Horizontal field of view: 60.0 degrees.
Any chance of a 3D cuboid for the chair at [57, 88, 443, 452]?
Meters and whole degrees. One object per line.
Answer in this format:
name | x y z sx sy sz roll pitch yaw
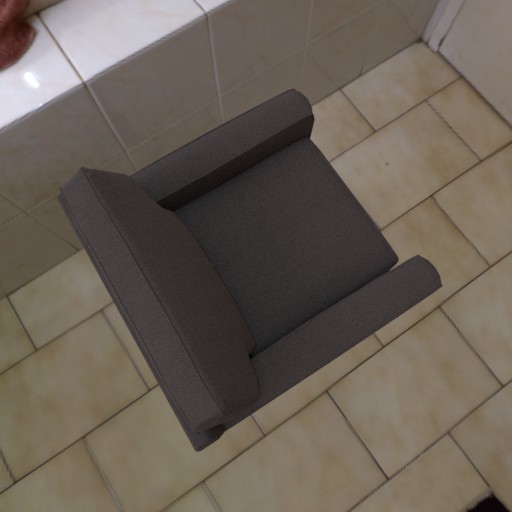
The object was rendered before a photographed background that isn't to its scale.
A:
chair | 0.000 0.000 1.786 1.043 0.913 0.997 -31 77 -8
